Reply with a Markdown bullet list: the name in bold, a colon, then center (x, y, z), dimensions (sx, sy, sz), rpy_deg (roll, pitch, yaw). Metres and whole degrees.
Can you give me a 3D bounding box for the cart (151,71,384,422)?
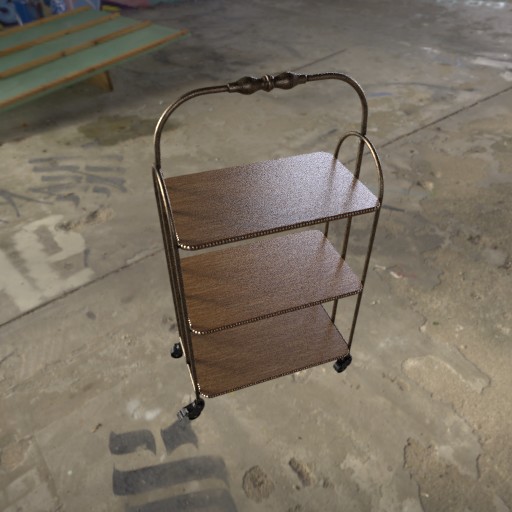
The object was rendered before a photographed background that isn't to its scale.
- **cart**: center (0.000, 0.000, 1.329), dimensions (0.650, 1.052, 0.330), rpy_deg (-13, 42, -15)
